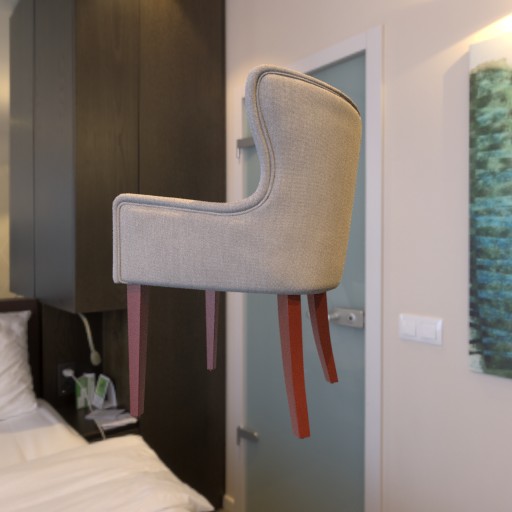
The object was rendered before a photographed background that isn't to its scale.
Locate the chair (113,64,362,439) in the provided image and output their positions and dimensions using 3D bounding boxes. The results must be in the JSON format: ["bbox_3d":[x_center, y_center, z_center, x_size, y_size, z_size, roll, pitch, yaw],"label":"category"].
[{"bbox_3d":[0.000,0.000,1.464,0.677,0.948,0.732,0,1,19],"label":"chair"}]
